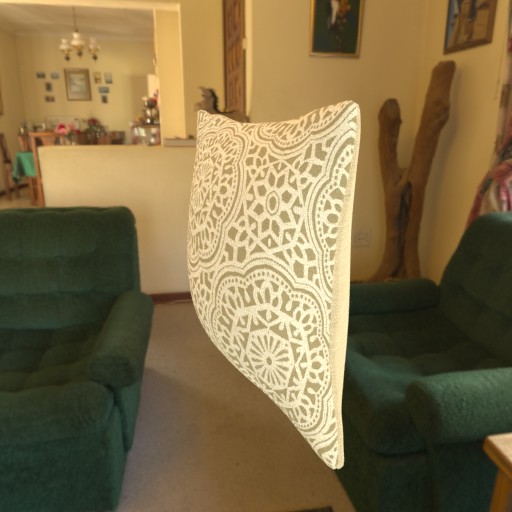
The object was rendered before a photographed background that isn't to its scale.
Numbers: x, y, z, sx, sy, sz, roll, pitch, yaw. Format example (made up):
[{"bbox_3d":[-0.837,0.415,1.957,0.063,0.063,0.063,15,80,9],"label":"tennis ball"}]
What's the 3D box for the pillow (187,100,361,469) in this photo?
[{"bbox_3d":[0.000,0.000,0.654,0.167,0.421,0.438,-8,18,-25],"label":"pillow"}]
